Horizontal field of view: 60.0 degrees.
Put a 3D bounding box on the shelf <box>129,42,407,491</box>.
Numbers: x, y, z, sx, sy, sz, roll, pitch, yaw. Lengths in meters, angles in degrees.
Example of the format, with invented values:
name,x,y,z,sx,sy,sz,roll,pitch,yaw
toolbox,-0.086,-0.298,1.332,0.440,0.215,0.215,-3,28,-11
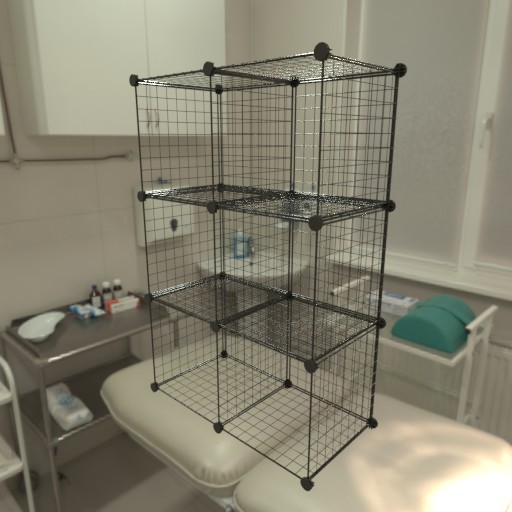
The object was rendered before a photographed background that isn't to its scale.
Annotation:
name,x,y,z,sx,sy,sz,roll,pitch,yaw
shelf,0.000,0.000,1.361,0.711,1.067,0.356,13,20,41
